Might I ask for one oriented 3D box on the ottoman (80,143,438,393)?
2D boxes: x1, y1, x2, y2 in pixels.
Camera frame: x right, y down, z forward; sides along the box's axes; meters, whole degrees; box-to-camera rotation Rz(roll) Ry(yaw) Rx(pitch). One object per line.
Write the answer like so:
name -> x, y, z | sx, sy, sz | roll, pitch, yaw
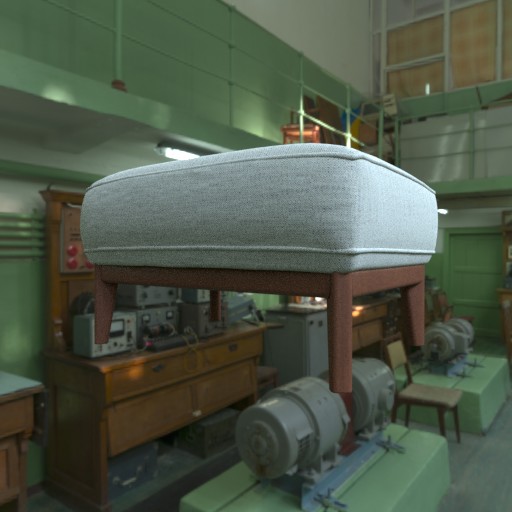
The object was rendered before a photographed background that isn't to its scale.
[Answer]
ottoman -> 0.000, 0.000, 1.168 | 0.794, 0.465, 0.594 | 1, 1, 35
